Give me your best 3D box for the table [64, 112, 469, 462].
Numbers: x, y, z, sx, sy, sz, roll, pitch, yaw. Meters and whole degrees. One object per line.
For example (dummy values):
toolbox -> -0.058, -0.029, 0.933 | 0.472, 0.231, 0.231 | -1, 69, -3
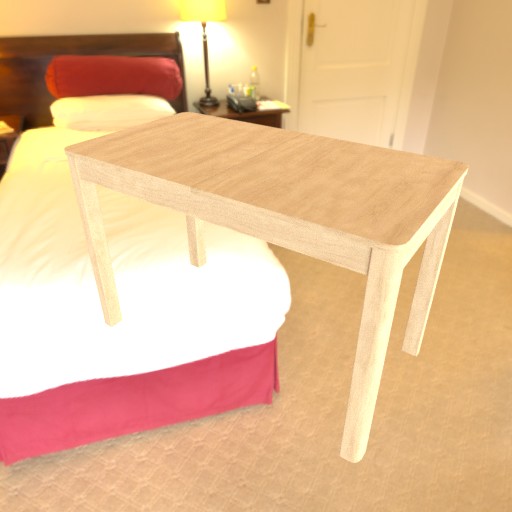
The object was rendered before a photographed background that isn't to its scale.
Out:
table -> 0.000, 0.000, 1.932 | 1.400, 0.900, 0.750 | 20, 37, 29
